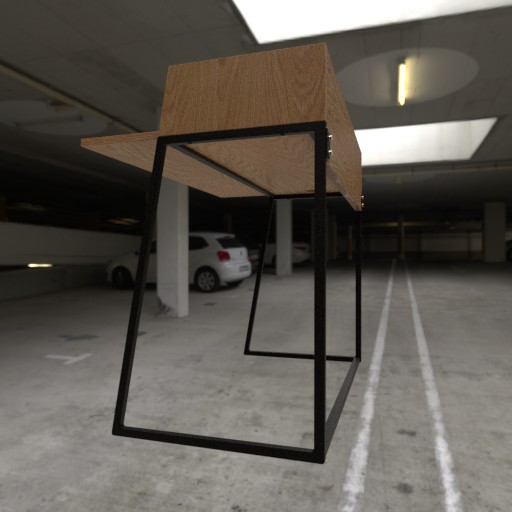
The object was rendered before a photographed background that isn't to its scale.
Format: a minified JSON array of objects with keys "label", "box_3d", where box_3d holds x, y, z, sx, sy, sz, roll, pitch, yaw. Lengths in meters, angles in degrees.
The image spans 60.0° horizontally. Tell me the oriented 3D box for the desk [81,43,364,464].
[{"label":"desk","box_3d":[0.000,0.000,1.792,0.769,1.061,1.191,0,-1,18]}]
